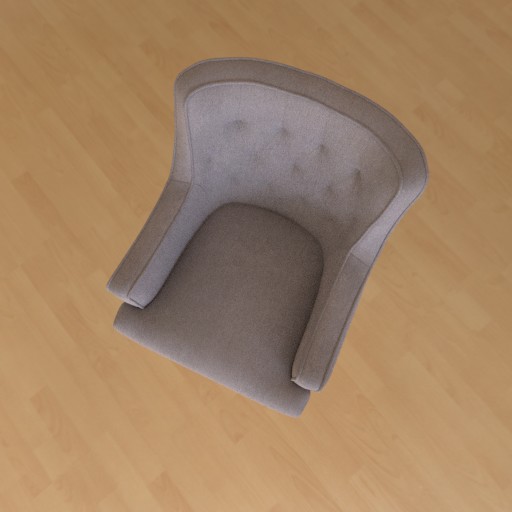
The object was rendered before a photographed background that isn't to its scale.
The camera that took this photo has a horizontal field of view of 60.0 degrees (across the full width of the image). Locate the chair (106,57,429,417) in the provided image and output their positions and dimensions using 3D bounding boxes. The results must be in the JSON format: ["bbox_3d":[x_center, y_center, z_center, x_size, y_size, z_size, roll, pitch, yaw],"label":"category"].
[{"bbox_3d":[0.000,0.000,1.583,0.781,0.919,0.910,24,76,6],"label":"chair"}]
